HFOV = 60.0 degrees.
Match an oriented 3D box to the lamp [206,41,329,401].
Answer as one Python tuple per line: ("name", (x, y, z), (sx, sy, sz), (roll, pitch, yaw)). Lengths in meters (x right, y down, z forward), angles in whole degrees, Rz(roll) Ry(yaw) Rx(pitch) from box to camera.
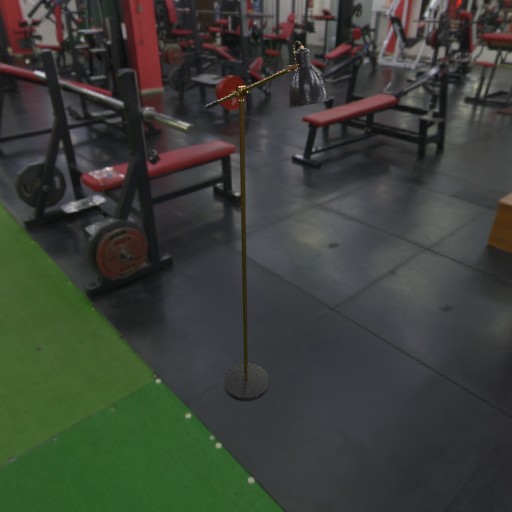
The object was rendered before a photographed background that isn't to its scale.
("lamp", (0.000, 0.000, 1.826), (0.235, 1.628, 0.618), (-23, 38, -32))
